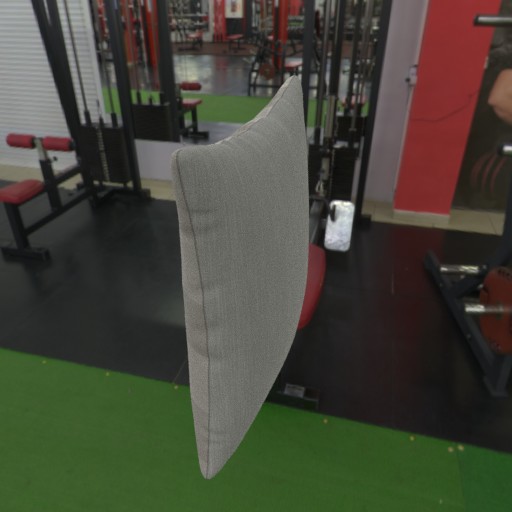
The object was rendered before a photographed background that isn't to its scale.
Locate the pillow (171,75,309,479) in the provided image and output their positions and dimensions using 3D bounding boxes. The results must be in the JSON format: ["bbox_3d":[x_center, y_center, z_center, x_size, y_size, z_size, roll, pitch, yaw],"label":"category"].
[{"bbox_3d":[0.000,0.000,0.755,0.161,0.509,0.511,9,31,15],"label":"pillow"}]
